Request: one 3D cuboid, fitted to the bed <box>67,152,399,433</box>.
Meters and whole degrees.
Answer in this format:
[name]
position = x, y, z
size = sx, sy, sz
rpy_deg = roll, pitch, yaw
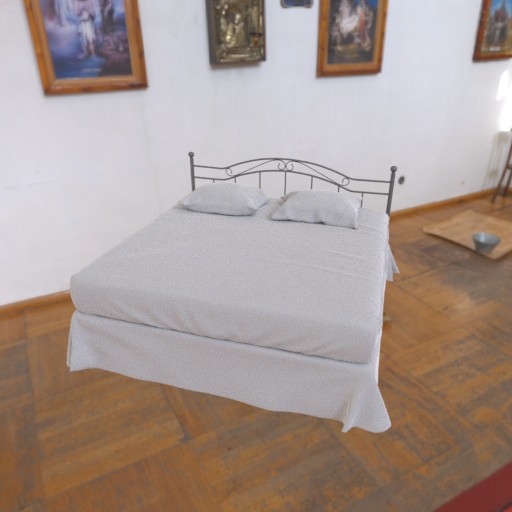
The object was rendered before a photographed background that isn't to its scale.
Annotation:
[bed]
position = 0.000, 0.000, 3.527
size = 2.309, 1.080, 2.220
rpy_deg = 7, 27, 15
